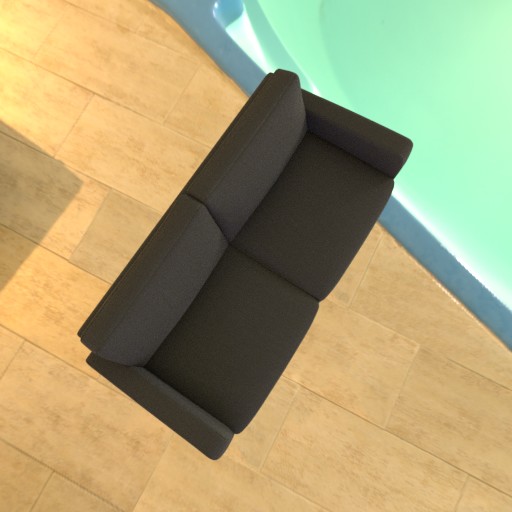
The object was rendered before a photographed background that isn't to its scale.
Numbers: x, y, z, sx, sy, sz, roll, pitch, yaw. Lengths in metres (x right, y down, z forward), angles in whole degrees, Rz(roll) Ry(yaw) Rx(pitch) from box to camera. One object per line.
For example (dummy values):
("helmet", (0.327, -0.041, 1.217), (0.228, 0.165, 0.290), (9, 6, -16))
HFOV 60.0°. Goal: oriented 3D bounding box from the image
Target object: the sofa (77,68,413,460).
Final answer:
("sofa", (0.000, 0.000, 2.363), (0.898, 0.839, 1.852), (33, 79, 7))
